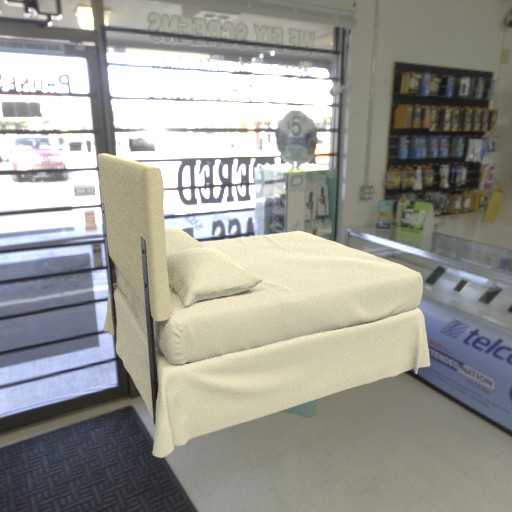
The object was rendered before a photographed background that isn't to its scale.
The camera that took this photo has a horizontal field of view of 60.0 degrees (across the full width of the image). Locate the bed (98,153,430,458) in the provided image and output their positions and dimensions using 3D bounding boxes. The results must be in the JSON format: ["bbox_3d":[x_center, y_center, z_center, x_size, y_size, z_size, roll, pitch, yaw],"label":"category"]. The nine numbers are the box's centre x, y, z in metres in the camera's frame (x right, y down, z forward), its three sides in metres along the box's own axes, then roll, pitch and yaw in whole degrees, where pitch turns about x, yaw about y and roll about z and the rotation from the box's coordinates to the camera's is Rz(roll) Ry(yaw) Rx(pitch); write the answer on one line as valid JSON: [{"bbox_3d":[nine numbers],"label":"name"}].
[{"bbox_3d":[0.000,0.000,3.532,2.222,1.577,1.936,-8,17,-26],"label":"bed"}]
